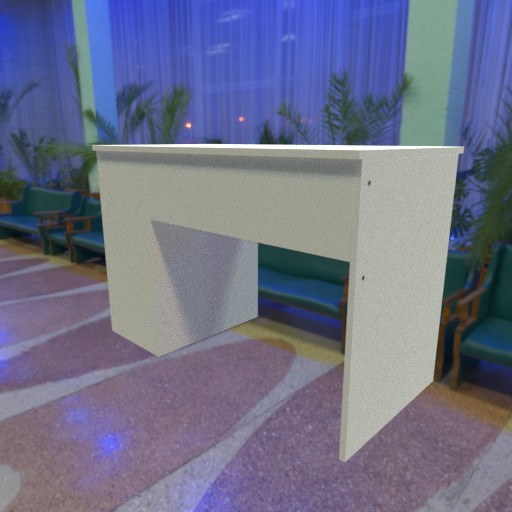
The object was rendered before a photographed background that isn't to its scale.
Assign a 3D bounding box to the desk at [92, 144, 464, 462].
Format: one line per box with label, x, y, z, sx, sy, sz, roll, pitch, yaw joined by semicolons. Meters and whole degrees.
desk;0.000;0.000;1.515;1.096;0.730;0.560;14;20;42
